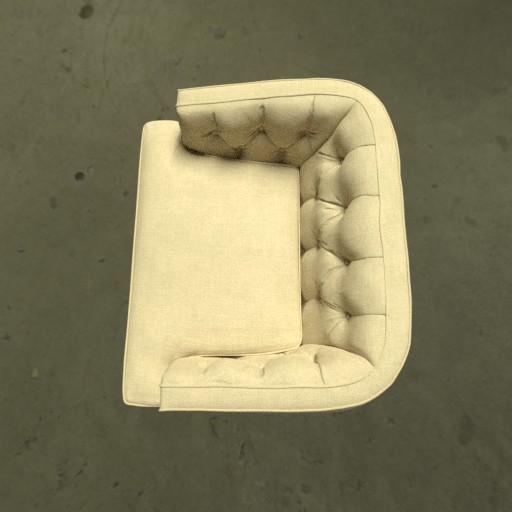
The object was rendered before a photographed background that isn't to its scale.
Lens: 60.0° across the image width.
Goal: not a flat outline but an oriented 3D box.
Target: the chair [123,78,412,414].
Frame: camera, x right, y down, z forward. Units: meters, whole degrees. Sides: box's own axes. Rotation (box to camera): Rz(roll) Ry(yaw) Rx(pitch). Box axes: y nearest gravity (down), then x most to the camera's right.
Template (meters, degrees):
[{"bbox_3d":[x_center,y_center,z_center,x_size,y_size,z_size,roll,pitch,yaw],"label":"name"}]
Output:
[{"bbox_3d":[0.000,0.000,1.698,0.914,0.787,1.118,0,75,0],"label":"chair"}]
